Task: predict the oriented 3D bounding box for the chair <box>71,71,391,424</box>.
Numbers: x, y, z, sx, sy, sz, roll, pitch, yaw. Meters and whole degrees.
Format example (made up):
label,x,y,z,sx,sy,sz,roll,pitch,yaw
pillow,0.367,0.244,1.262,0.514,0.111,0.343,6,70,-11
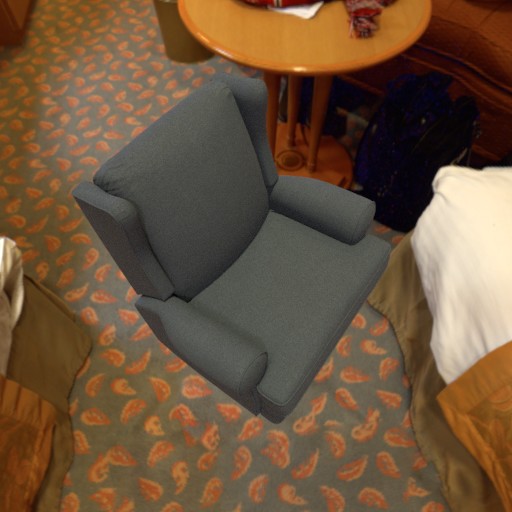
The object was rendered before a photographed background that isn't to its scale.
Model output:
label,x,y,z,sx,sy,sz,roll,pitch,yaw
chair,0.000,0.000,1.766,0.877,1.020,0.971,31,63,18
